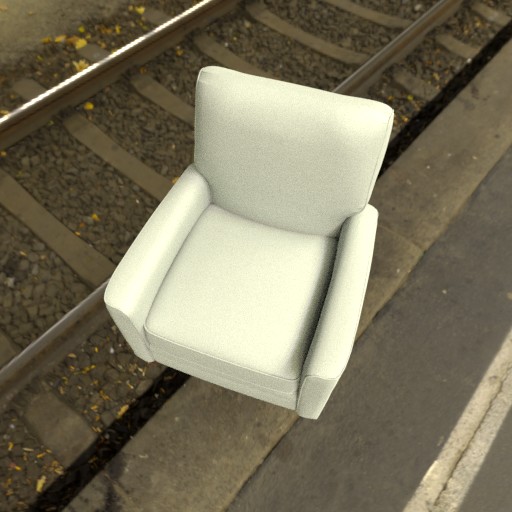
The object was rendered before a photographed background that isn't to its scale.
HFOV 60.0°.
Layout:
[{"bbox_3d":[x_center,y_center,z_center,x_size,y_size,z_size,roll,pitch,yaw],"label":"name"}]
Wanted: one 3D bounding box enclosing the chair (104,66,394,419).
[{"bbox_3d":[0.000,0.000,1.683,0.853,1.007,0.846,17,59,10],"label":"chair"}]
